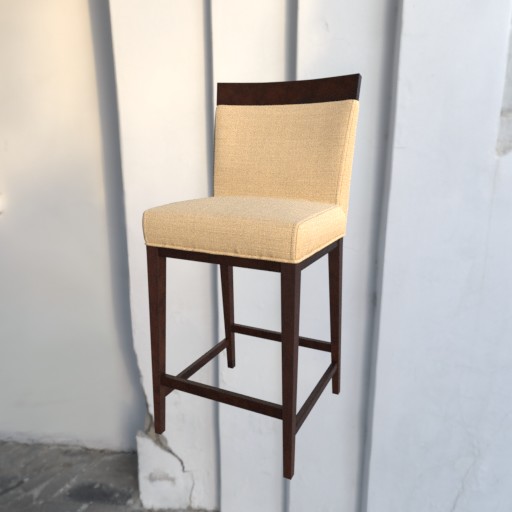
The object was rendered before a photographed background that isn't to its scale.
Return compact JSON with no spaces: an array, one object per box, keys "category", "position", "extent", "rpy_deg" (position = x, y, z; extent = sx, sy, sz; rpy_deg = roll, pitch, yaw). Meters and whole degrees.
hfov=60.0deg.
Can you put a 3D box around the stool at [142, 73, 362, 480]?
[{"category":"stool","position":[0.000,0.000,1.423],"extent":[0.511,1.117,0.531],"rpy_deg":[7,16,25]}]
